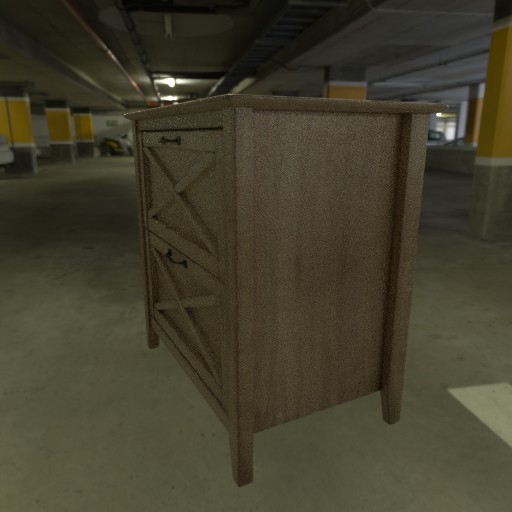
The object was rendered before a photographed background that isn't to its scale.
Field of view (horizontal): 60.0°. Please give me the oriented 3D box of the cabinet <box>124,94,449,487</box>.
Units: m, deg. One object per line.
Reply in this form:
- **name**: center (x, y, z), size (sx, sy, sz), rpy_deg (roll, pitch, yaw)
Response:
- **cabinet**: center (0.000, 0.000, 1.217), size (0.503, 0.762, 0.763), rpy_deg (-8, 17, -27)
